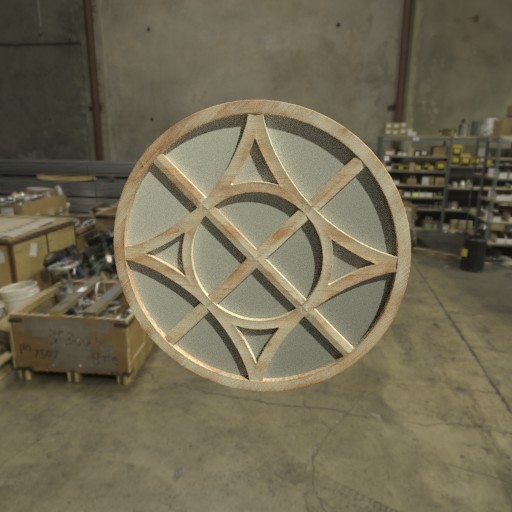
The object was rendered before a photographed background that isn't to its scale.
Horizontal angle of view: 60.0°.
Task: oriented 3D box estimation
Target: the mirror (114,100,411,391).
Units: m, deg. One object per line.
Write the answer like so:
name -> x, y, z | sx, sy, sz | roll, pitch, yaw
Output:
mirror -> 0.000, 0.000, 1.071 | 0.710, 0.710, 0.038 | 2, 15, 8
